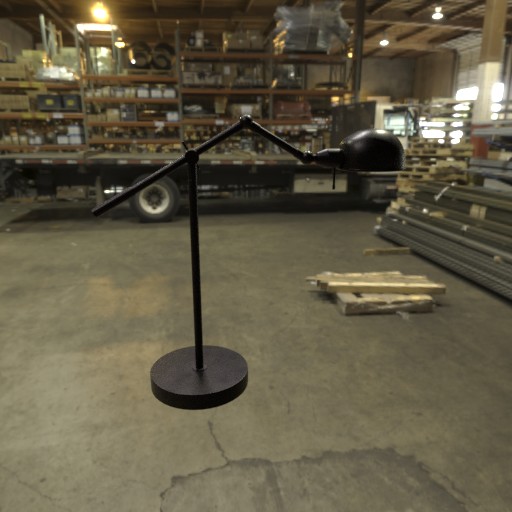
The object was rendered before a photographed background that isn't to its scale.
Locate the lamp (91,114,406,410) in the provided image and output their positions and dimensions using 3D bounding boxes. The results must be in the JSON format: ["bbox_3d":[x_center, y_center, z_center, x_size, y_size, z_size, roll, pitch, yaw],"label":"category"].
[{"bbox_3d":[0.000,0.000,0.810,0.567,0.495,0.185,-3,16,-9],"label":"lamp"}]
